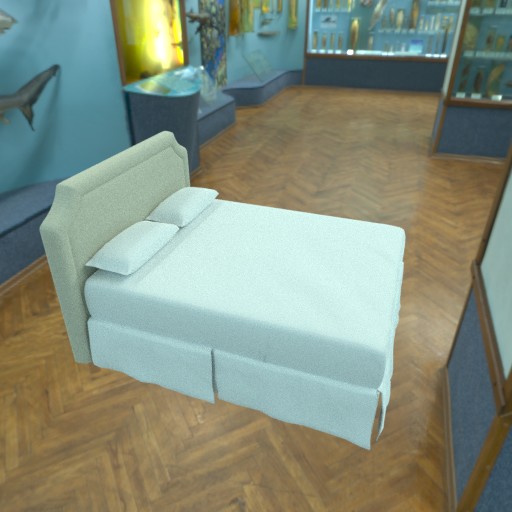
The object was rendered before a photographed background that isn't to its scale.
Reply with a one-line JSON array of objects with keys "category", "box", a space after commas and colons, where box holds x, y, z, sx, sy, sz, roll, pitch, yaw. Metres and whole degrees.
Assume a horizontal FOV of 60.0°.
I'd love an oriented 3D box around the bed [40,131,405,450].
[{"category": "bed", "box": [0.000, 0.000, 3.177, 2.116, 1.290, 1.693, 10, 32, 17]}]
